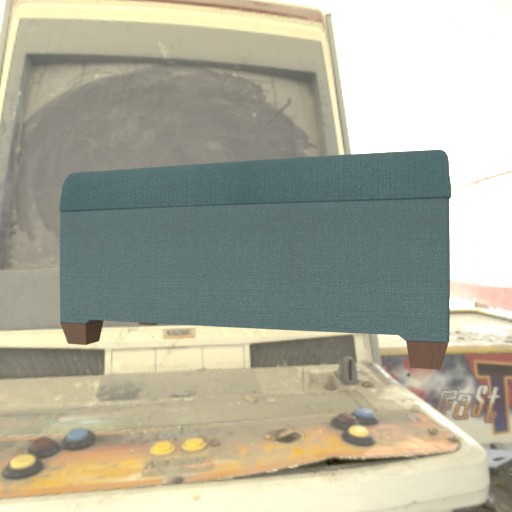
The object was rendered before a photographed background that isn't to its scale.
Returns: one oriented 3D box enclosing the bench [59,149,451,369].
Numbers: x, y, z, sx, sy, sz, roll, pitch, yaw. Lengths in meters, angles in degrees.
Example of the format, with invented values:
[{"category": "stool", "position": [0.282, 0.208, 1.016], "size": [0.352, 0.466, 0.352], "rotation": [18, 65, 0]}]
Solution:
[{"category": "bench", "position": [0.000, 0.000, 1.257], "size": [0.995, 0.474, 0.476], "rotation": [0, 0, 17]}]
